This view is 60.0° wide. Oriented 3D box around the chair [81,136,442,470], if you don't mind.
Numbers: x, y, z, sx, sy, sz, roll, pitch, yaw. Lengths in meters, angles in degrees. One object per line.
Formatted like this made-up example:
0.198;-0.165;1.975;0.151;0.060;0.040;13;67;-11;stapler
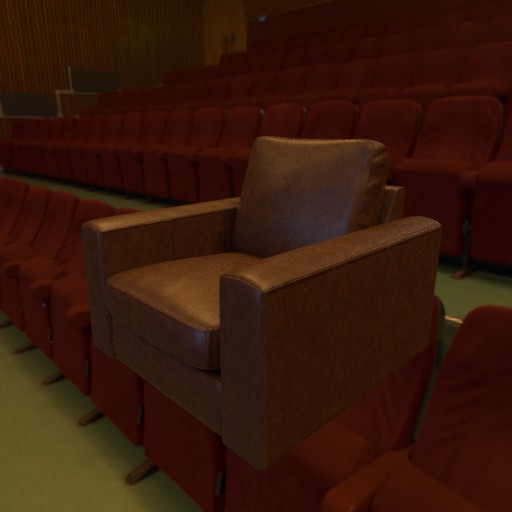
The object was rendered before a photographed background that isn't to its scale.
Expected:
0.000;0.000;1.715;1.016;0.873;1.005;-16;23;-42;chair
